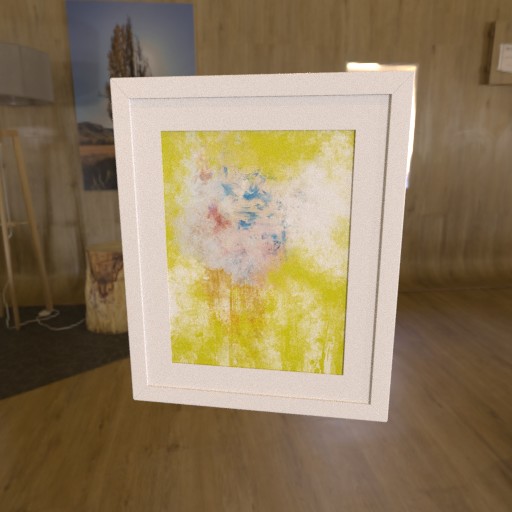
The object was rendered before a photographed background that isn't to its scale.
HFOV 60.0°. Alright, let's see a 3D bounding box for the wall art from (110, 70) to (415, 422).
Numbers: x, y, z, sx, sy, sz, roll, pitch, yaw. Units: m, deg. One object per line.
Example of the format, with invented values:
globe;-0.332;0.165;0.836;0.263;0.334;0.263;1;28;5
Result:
wall art;0.000;0.000;0.731;0.454;0.556;0.028;2;14;8
